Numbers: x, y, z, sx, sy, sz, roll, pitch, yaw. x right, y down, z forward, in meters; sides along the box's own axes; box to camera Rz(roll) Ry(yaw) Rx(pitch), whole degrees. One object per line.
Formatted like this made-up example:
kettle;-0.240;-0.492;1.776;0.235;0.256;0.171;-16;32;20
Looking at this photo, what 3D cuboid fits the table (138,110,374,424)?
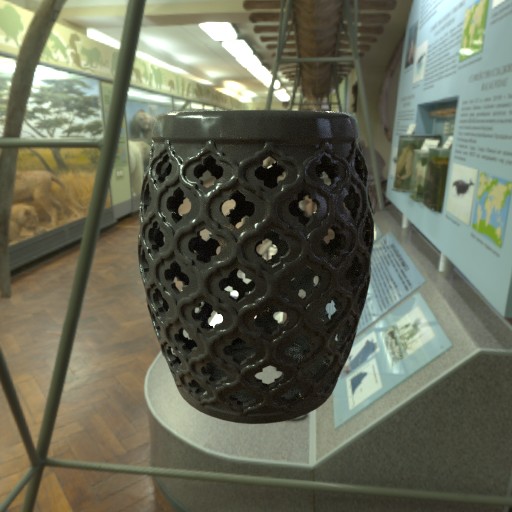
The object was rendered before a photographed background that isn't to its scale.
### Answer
table;0.000;0.000;0.637;0.325;0.388;0.325;0;16;0
